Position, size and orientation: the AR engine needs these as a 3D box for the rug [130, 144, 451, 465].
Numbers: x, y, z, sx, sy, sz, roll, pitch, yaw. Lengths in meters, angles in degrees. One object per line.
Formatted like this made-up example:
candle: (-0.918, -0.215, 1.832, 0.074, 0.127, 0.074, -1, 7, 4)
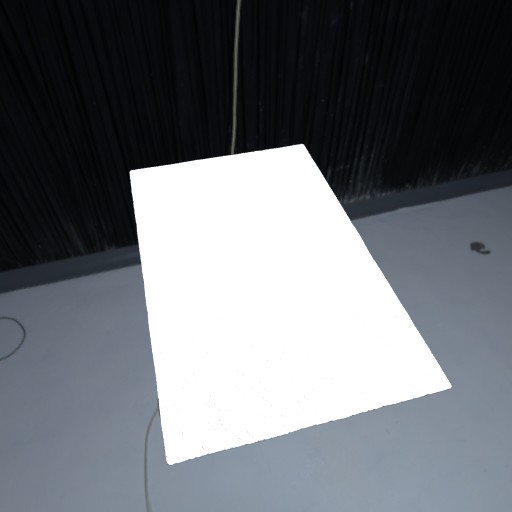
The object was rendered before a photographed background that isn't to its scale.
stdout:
rug: (0.000, 0.000, 3.057, 1.546, 0.010, 2.442, -11, 48, -10)
